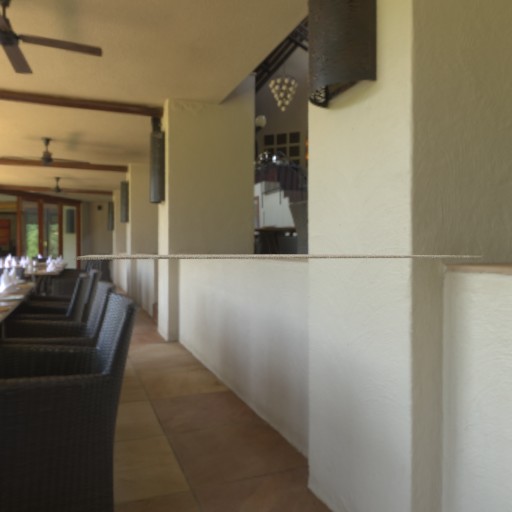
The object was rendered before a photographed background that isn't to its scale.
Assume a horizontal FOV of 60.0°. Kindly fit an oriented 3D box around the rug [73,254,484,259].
[{"bbox_3d":[0.000,0.000,3.998,2.894,0.013,2.286,0,1,-18],"label":"rug"}]
